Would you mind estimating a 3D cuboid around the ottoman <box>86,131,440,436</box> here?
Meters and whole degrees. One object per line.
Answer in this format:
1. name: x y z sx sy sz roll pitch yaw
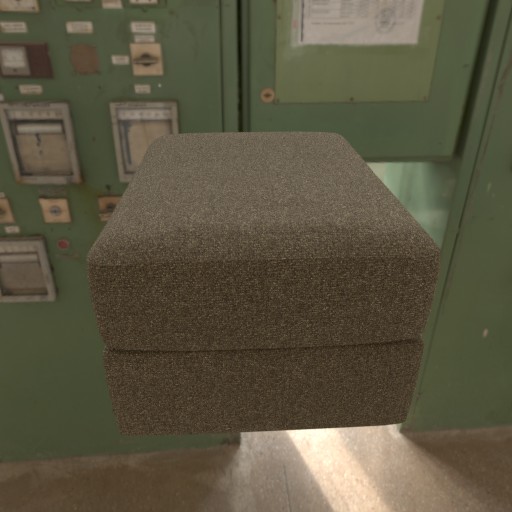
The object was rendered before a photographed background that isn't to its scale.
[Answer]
1. ottoman: 0.000 0.000 1.095 0.598 0.476 0.742 -2 30 -3
